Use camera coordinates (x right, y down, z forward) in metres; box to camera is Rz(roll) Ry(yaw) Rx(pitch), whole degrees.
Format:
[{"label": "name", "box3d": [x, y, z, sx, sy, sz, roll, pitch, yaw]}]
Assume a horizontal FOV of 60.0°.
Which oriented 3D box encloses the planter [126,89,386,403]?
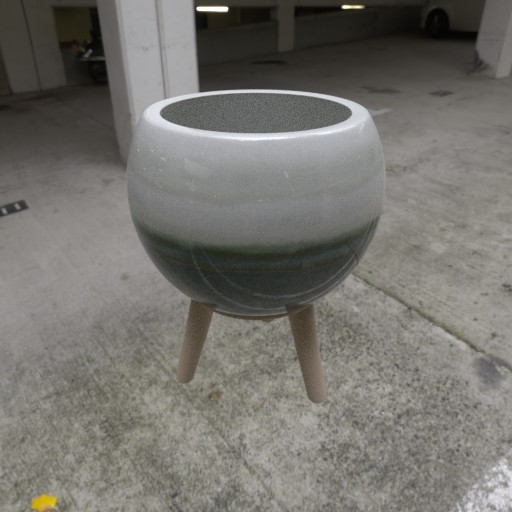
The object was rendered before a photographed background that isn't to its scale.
[{"label": "planter", "box3d": [0.000, 0.000, 0.430, 0.222, 0.278, 0.222, 0, 30, 0]}]
